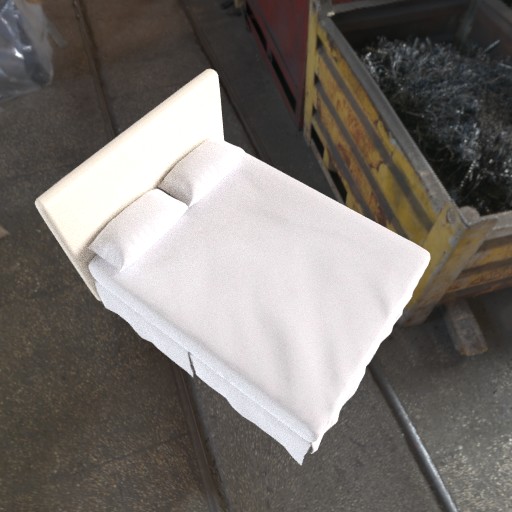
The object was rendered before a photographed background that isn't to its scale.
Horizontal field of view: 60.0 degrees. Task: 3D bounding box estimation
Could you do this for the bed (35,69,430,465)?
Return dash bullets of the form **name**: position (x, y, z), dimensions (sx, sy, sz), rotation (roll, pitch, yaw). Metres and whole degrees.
- **bed**: position (0.000, 0.000, 3.205), dimensions (2.142, 1.330, 1.713), rotation (32, 63, 19)
